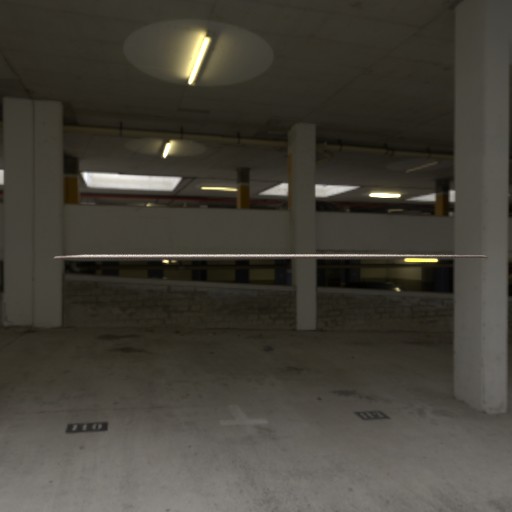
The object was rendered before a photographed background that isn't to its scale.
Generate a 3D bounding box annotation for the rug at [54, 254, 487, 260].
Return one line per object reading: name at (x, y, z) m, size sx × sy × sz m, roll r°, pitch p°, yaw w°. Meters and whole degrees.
rug at (0.000, 0.000, 2.764) m, size 2.115 × 0.013 × 1.517 m, roll 0°, pitch 0°, yaw -17°
